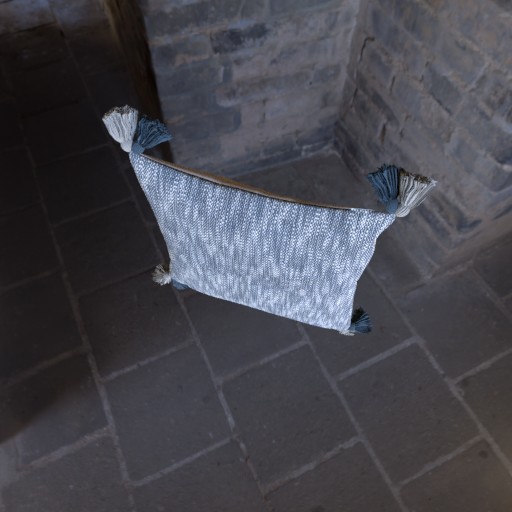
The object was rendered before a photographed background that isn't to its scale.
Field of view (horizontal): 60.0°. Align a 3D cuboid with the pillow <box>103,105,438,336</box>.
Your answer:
[{"bbox_3d":[0.000,0.000,0.952,0.614,0.634,0.138,15,60,9],"label":"pillow"}]
